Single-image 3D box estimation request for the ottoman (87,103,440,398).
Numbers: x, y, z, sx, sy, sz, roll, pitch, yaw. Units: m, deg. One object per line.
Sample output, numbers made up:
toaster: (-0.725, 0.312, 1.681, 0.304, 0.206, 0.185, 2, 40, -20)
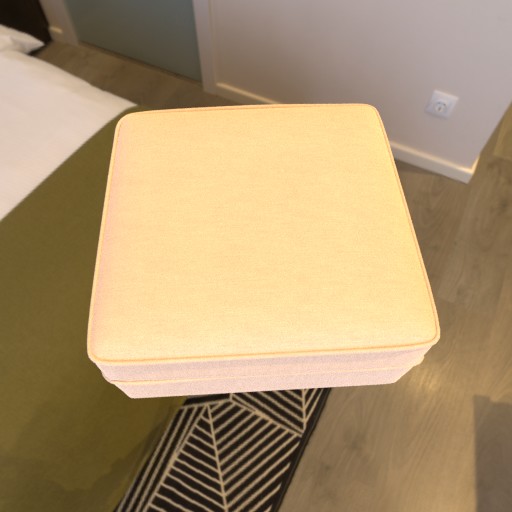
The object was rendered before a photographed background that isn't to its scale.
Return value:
ottoman: (0.000, 0.000, 1.035, 0.616, 0.438, 0.613, -3, 59, -2)
